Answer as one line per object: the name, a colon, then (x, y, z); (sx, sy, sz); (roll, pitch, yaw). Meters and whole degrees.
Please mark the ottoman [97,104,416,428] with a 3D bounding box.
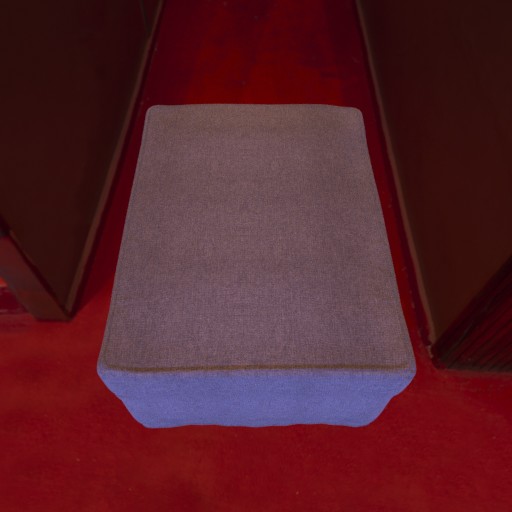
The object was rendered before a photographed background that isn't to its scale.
ottoman: (0.000, 0.000, 1.251); (0.652, 0.492, 0.833); (0, 57, 0)
